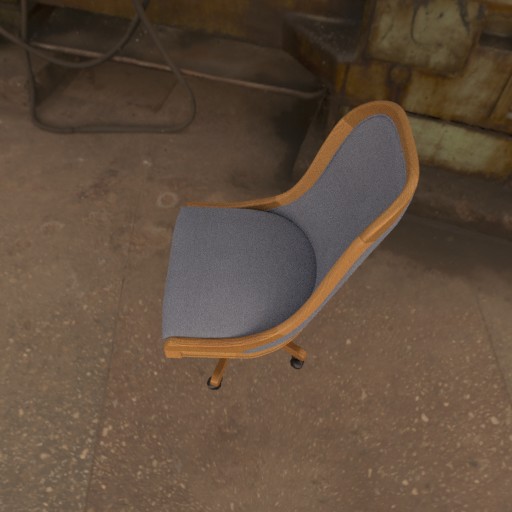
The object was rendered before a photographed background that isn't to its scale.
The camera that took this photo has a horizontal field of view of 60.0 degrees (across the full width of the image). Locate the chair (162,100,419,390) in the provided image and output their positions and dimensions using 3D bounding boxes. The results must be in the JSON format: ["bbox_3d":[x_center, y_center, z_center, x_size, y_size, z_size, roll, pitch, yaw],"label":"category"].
[{"bbox_3d":[0.000,0.000,1.461,0.735,1.031,0.605,1,57,1],"label":"chair"}]
